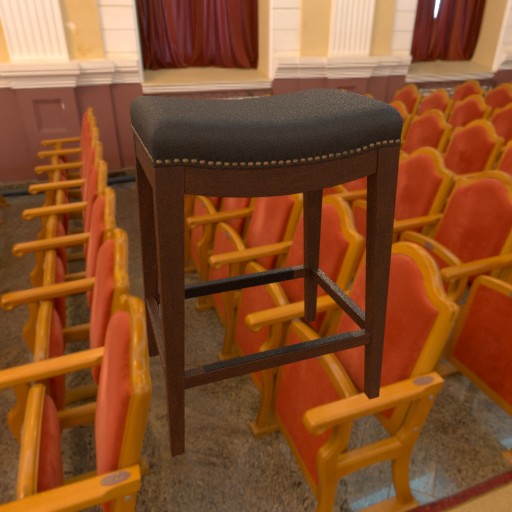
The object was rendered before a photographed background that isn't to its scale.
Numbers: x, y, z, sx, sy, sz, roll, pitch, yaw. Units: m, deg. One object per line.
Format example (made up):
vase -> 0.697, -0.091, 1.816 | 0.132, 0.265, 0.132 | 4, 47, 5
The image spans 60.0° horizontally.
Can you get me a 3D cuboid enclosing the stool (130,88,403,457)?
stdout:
stool -> 0.000, 0.000, 0.971 | 0.490, 0.664, 0.353 | -9, 28, -18
